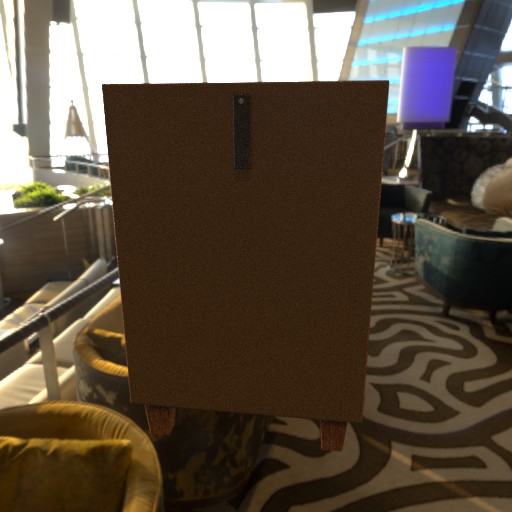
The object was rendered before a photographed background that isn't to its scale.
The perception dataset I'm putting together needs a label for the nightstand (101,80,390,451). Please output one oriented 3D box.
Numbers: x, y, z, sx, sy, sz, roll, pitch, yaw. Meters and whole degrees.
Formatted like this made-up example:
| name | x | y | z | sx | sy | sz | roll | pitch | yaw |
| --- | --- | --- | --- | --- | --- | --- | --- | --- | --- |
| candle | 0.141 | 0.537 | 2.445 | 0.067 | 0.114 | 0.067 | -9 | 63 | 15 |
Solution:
| name | x | y | z | sx | sy | sz | roll | pitch | yaw |
| --- | --- | --- | --- | --- | --- | --- | --- | --- | --- |
| nightstand | 0.000 | 0.000 | 0.993 | 0.465 | 0.695 | 0.410 | 2 | 17 | 7 |
